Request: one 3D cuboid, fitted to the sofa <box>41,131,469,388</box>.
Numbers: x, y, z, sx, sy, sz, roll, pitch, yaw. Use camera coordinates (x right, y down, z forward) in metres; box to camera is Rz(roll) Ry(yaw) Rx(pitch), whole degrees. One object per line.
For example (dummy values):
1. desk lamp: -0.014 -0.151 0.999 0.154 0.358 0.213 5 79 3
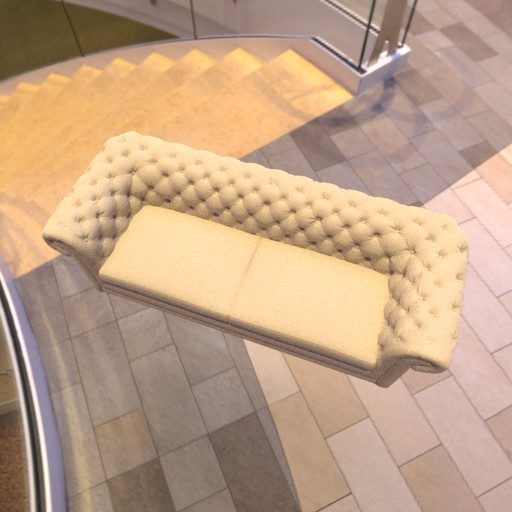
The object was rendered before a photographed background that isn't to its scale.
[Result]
1. sofa: 0.000 0.000 3.171 2.694 0.847 1.076 17 60 10
